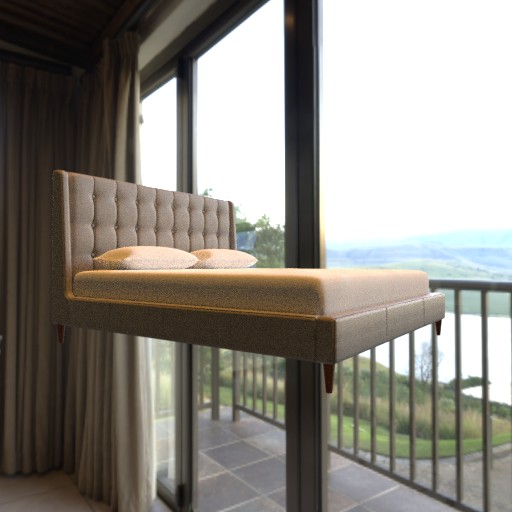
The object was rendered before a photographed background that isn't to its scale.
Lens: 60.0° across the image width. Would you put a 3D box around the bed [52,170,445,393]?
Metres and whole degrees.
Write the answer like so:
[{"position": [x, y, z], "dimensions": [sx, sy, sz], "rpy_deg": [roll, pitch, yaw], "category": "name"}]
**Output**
[{"position": [0.000, 0.000, 3.480], "dimensions": [2.342, 1.289, 2.062], "rpy_deg": [-1, -1, 36], "category": "bed"}]
